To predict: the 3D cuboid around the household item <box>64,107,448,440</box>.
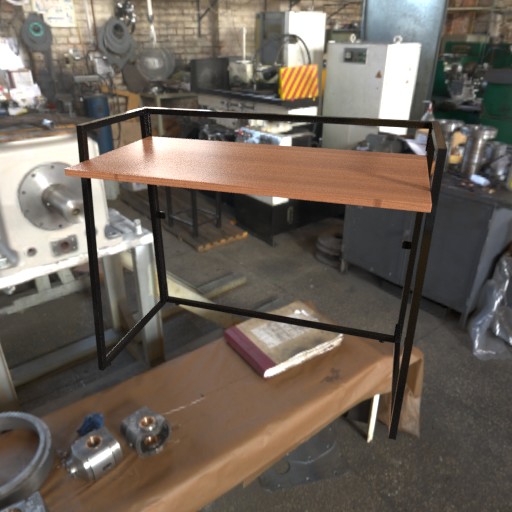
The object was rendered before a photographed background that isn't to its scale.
[{"bbox_3d":[0.000,0.000,1.507,1.050,0.860,0.510,8,28,16],"label":"household item"}]
